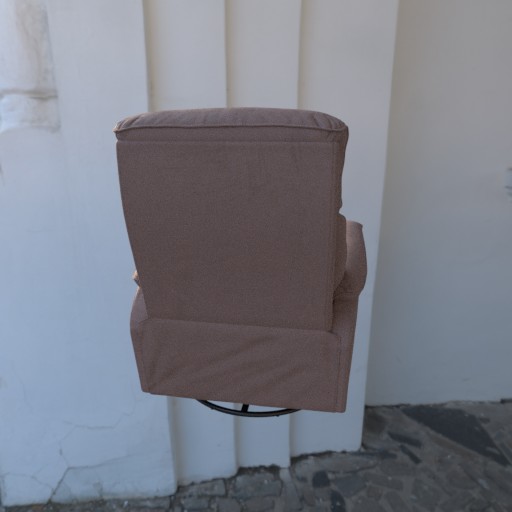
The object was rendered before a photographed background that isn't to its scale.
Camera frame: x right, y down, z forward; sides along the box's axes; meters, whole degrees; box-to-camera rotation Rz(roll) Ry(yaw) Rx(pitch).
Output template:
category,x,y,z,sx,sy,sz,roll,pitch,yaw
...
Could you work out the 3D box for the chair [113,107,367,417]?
category,x,y,z,sx,sy,sz,roll,pitch,yaw
chair,0.000,0.000,1.677,0.820,1.037,1.004,3,17,9
